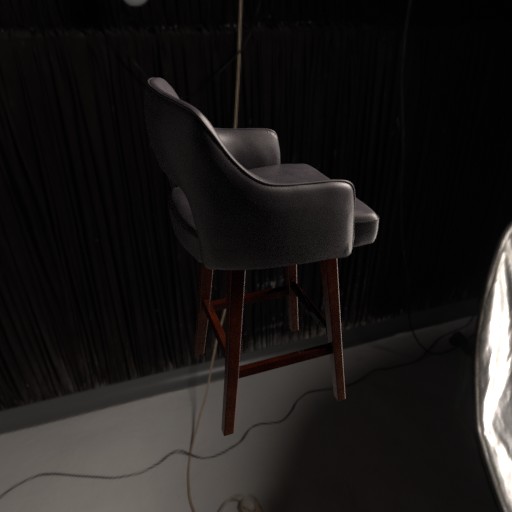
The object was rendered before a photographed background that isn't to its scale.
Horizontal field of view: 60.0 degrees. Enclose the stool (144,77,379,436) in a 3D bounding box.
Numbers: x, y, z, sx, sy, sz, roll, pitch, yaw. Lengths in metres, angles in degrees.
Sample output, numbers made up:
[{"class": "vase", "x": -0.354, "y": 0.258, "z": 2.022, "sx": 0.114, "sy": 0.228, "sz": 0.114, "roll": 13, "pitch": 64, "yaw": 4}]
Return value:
[{"class": "stool", "x": 0.000, "y": 0.000, "z": 1.384, "sx": 0.560, "sy": 1.041, "sz": 0.550, "roll": -10, "pitch": 32, "yaw": -17}]
